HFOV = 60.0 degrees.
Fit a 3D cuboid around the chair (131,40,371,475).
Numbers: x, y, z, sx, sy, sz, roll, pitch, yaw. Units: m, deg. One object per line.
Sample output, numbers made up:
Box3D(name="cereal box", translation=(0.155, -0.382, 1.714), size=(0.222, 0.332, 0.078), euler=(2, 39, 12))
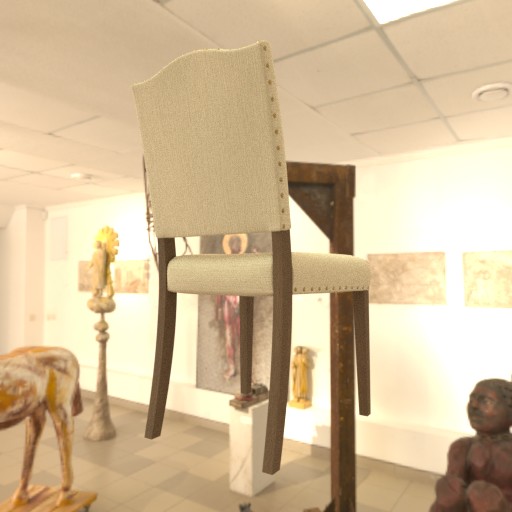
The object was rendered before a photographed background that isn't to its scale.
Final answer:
Box3D(name="chair", translation=(0.000, 0.000, 1.339), size=(0.508, 1.015, 0.619), euler=(-1, -3, 33))
